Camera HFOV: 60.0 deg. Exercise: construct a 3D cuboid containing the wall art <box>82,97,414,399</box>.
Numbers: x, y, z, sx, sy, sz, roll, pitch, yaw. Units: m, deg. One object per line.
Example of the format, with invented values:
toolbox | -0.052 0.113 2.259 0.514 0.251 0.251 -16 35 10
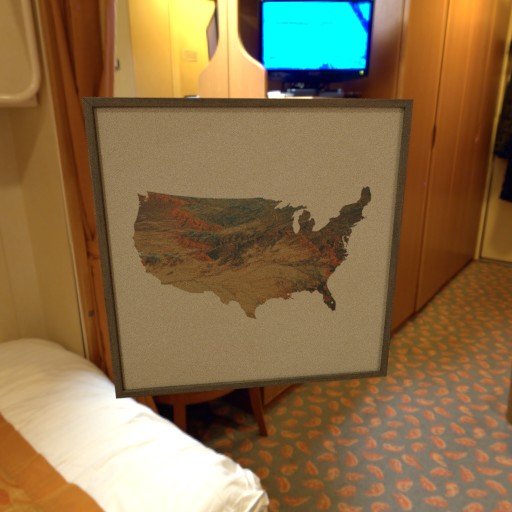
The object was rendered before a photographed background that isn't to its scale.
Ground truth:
wall art | 0.000 0.000 0.756 0.508 0.507 0.016 -2 18 -8
